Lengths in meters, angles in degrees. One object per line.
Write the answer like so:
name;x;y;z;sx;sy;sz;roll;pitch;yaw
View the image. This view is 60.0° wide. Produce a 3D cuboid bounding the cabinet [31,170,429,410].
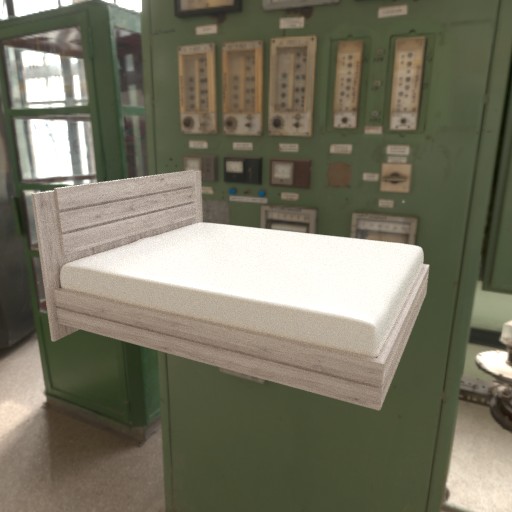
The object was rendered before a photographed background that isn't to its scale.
cabinet;0.000;0.000;3.033;2.080;0.970;1.750;8;18;26
